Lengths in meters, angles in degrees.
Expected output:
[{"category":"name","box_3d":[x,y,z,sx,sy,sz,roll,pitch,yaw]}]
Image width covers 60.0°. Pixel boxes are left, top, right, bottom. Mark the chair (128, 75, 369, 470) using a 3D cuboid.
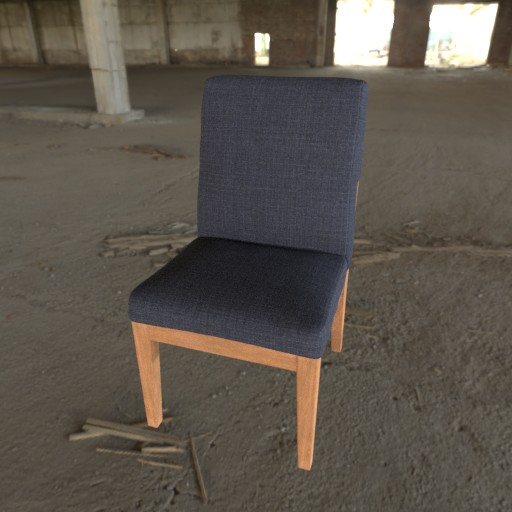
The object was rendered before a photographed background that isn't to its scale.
[{"category":"chair","box_3d":[0.000,0.000,1.252,0.507,0.911,0.586,8,27,16]}]
